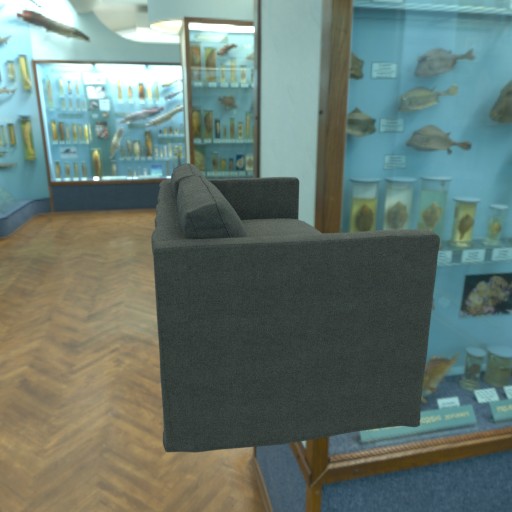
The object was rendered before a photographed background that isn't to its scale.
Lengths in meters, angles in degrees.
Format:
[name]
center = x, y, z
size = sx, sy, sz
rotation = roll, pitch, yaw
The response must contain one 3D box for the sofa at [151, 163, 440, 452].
[sofa]
center = 0.000, 0.000, 2.289
size = 0.974, 0.854, 1.802
rotation = -3, 17, -10
